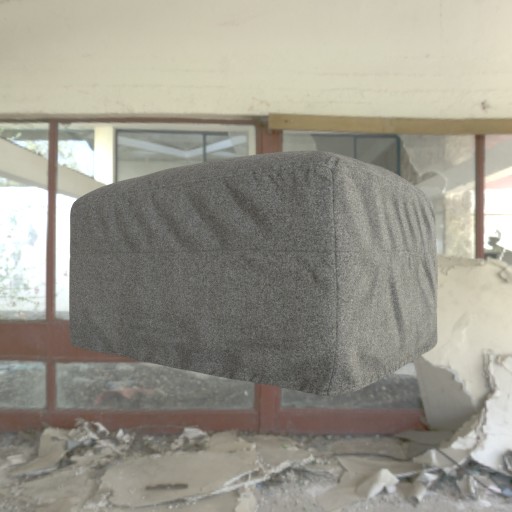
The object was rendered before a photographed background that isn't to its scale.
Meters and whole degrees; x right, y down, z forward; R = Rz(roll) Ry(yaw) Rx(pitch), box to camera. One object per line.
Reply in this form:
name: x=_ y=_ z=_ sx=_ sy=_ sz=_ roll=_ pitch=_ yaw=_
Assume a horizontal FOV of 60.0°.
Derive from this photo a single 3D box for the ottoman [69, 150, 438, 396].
ottoman: x=0.000 y=0.000 z=1.222 sx=0.837 sy=0.481 sz=0.683 roll=0 pitch=-1 yaw=36
